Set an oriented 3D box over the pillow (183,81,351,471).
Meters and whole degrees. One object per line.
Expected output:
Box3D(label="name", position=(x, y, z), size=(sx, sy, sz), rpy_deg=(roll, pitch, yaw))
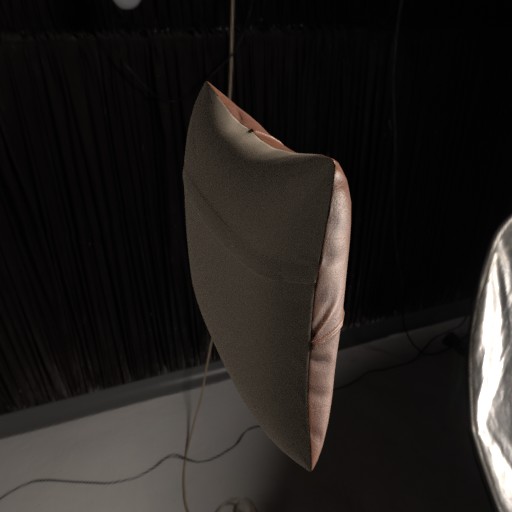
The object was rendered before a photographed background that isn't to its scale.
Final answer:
Box3D(label="pillow", position=(0.000, 0.000, 0.720), size=(0.192, 0.470, 0.484), rpy_deg=(-11, 32, -18))
